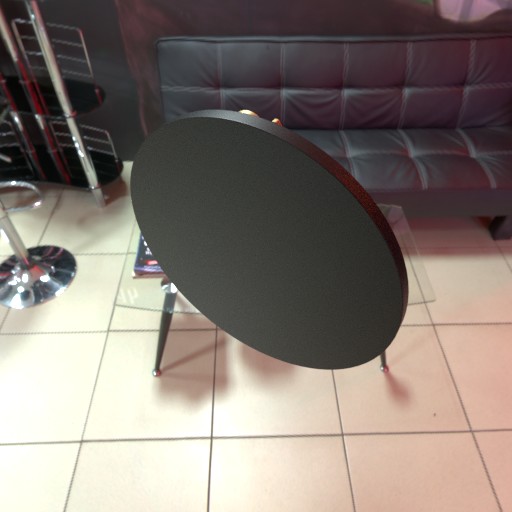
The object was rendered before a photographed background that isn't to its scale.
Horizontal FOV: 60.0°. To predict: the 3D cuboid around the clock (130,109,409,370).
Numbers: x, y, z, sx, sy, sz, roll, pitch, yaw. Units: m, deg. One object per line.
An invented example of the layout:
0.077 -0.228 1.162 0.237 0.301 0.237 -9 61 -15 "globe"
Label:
0.000 0.000 0.666 0.454 0.454 0.038 24 51 21 "clock"
